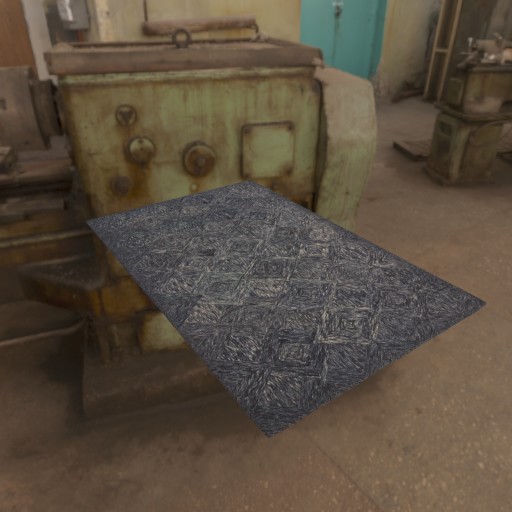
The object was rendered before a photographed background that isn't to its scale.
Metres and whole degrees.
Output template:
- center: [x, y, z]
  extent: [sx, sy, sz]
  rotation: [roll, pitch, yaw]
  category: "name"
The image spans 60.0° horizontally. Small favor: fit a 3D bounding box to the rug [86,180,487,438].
- center: [0.000, 0.000, 2.182]
  extent: [1.139, 0.010, 1.754]
  rotation: [-20, 36, -30]
  category: "rug"
